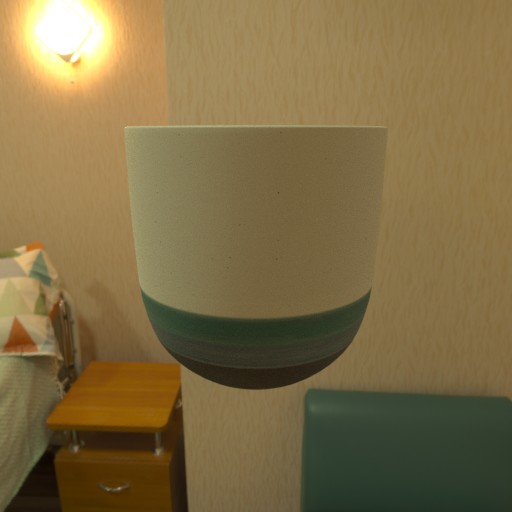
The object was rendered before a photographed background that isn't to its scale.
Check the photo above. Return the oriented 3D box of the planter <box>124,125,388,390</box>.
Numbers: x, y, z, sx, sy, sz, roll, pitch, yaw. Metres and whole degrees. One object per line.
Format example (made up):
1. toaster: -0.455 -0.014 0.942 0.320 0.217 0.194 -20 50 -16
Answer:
1. planter: 0.000 0.000 0.384 0.204 0.214 0.204 0 16 0
